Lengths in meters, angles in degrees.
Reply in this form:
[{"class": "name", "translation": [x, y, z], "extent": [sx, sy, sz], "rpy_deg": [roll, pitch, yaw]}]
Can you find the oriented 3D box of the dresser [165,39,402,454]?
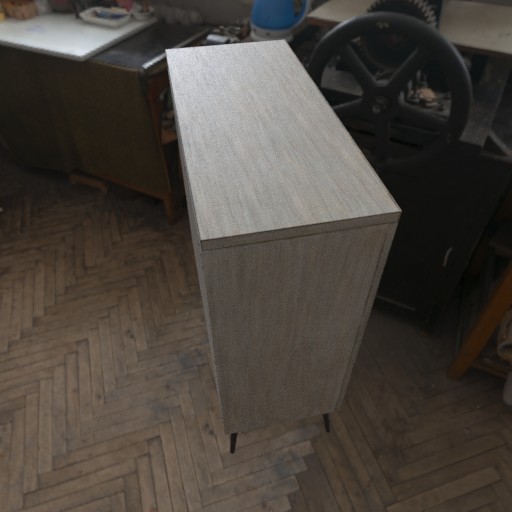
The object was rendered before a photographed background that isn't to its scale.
[{"class": "dresser", "translation": [0.000, 0.000, 1.727], "extent": [0.457, 1.219, 1.016], "rpy_deg": [-9, 47, -8]}]
